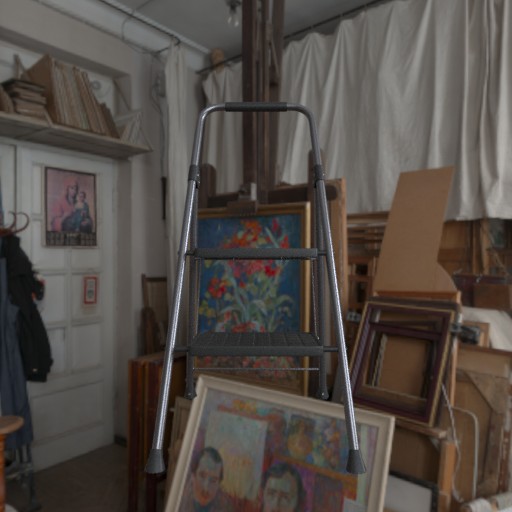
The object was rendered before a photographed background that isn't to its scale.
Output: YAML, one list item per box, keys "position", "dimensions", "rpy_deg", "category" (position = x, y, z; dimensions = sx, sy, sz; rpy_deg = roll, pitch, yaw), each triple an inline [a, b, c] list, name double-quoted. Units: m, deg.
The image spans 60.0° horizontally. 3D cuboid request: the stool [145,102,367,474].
- position: [0.000, 0.000, 1.142]
  dimensions: [0.450, 0.872, 0.514]
  rpy_deg: [0, 0, 0]
  category: "stool"
